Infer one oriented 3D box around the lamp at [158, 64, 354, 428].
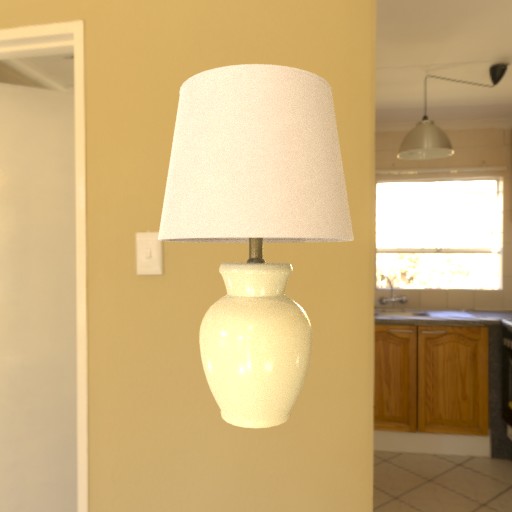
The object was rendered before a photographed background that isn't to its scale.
[{"bbox_3d":[0.000,0.000,0.554,0.239,0.399,0.239,0,1,0],"label":"lamp"}]
